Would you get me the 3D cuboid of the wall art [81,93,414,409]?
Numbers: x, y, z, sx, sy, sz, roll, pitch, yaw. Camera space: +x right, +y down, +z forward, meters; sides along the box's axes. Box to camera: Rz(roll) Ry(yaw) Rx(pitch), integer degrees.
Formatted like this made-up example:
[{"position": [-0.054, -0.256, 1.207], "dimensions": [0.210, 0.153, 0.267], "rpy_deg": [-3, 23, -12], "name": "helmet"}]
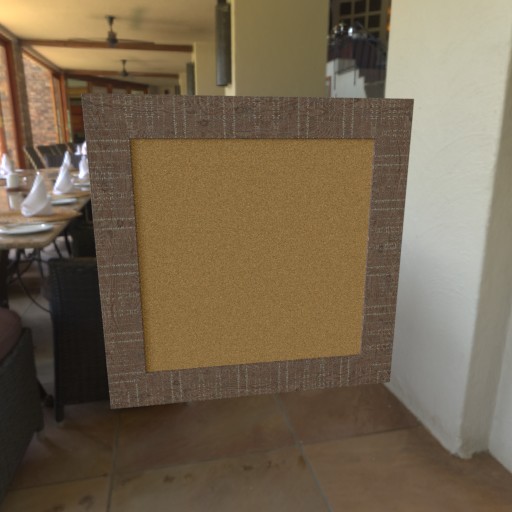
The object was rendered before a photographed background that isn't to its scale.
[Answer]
[{"position": [0.000, 0.000, 0.785], "dimensions": [0.531, 0.531, 0.040], "rpy_deg": [-3, 15, -9], "name": "wall art"}]
